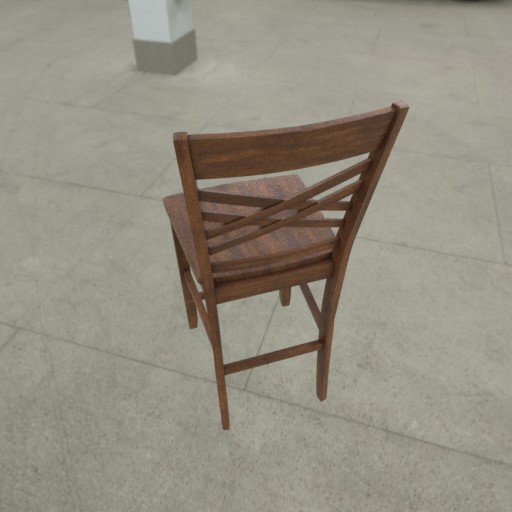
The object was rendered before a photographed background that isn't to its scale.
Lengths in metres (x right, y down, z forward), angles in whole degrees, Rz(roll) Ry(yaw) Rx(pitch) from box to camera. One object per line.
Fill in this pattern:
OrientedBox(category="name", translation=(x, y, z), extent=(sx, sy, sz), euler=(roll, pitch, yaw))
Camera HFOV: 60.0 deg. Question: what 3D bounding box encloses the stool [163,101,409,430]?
OrientedBox(category="stool", translation=(0.000, 0.000, 1.341), extent=(0.462, 1.079, 0.539), euler=(-12, 43, -13))
